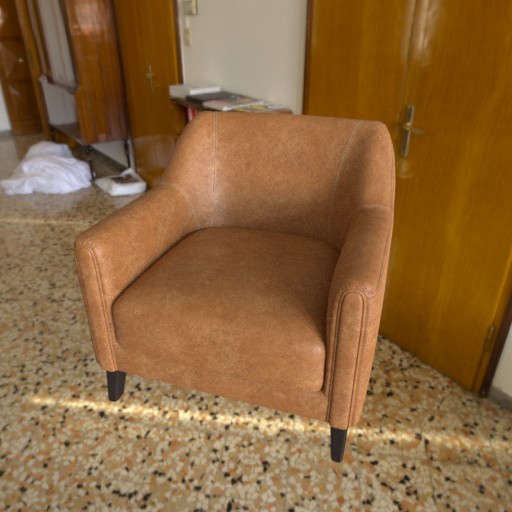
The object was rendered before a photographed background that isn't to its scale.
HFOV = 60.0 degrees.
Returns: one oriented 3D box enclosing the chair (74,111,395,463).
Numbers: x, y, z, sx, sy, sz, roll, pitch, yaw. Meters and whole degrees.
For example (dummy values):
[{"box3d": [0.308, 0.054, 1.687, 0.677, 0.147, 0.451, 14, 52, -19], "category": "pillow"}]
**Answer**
[{"box3d": [0.000, 0.000, 1.823, 1.037, 0.980, 1.034, 9, 29, 16], "category": "chair"}]
